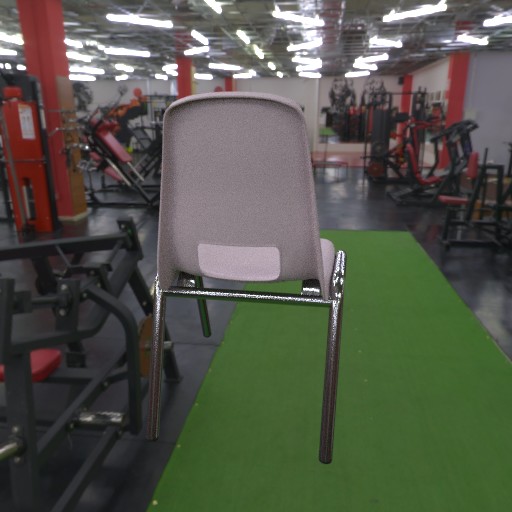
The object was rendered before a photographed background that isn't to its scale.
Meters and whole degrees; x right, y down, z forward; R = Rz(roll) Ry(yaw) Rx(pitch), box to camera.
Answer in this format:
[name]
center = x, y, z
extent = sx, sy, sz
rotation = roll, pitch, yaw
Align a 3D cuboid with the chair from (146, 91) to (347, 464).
[chair]
center = 0.000, 0.000, 0.870
extent = 0.354, 0.586, 0.423
rotation = 3, 17, 10
